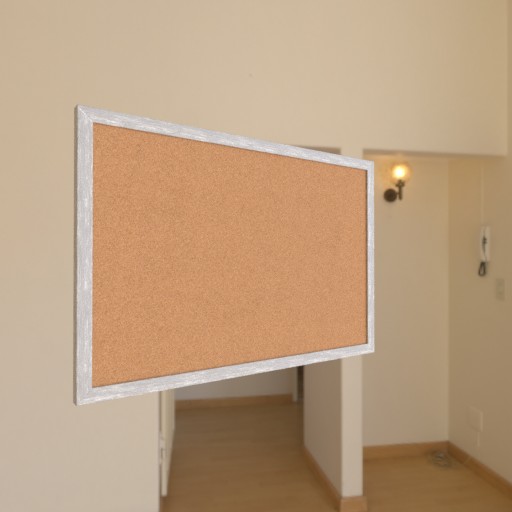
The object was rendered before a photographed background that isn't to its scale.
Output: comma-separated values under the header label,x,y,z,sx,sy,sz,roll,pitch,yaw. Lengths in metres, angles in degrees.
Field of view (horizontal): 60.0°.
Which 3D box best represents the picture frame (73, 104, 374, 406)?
label,x,y,z,sx,sy,sz,roll,pitch,yaw
picture frame,0.000,0.000,1.226,0.950,0.640,0.029,0,-1,-35
